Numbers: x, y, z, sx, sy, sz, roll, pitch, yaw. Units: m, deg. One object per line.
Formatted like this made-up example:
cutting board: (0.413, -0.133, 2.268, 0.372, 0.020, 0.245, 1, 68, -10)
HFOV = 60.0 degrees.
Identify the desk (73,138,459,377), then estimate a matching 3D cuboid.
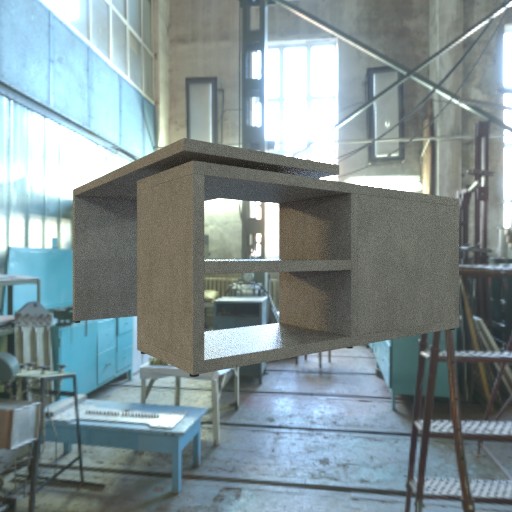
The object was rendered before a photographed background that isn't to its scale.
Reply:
desk: (0.000, 0.000, 2.344, 1.500, 0.740, 1.400, 0, 0, -36)
